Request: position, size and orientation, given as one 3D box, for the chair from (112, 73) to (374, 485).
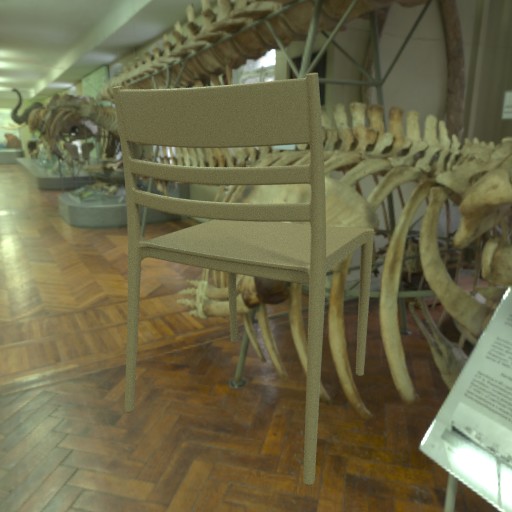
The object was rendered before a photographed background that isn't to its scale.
[{"bbox_3d":[0.000,0.000,1.131,0.531,0.800,0.511,8,18,28],"label":"chair"}]
